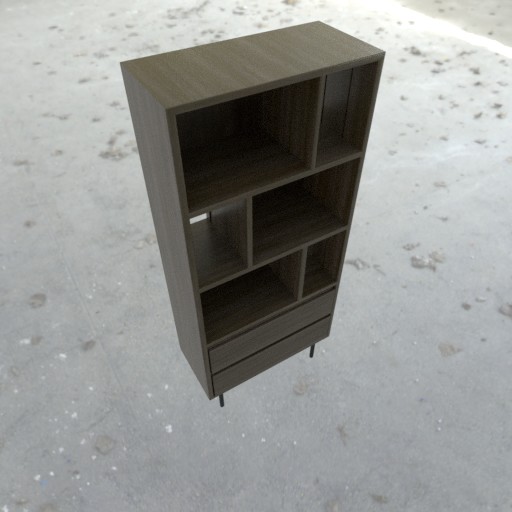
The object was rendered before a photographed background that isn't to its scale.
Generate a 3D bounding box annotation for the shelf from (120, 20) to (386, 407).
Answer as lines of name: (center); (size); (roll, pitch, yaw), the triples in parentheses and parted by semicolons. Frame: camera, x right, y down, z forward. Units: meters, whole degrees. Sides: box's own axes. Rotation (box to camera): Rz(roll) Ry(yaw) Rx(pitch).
shelf: (0.000, 0.000, 1.767); (0.670, 1.545, 0.323); (-23, 49, -22)
